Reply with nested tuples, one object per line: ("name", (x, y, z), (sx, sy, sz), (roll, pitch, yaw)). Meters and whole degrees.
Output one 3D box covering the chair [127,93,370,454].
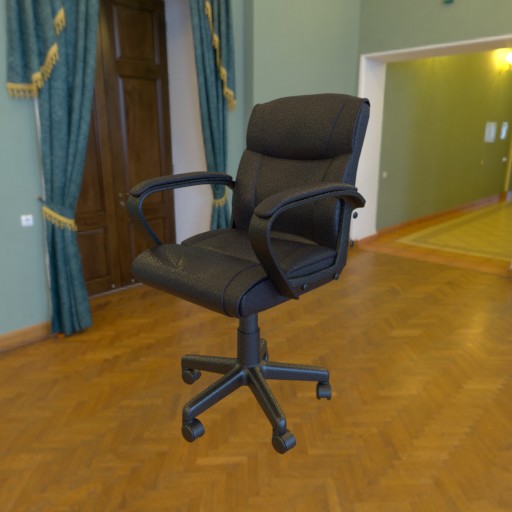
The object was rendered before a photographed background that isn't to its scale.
("chair", (0.000, 0.000, 1.404), (0.576, 0.998, 0.641), (14, 21, 40))
